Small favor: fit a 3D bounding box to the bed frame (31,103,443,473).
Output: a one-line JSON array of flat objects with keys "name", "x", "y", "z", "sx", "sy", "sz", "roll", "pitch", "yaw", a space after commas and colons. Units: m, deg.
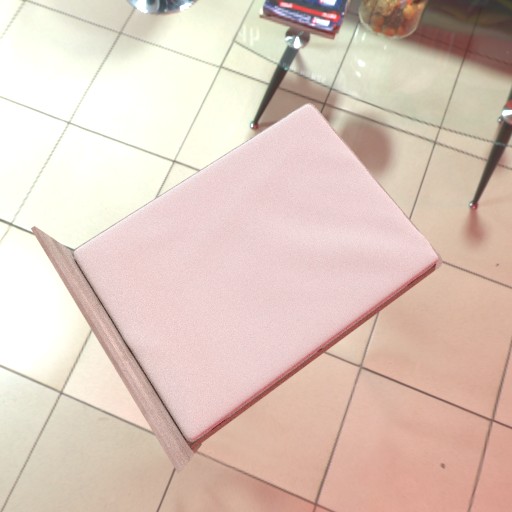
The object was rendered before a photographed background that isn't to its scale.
[{"name": "bed frame", "x": 0.000, "y": 0.000, "z": 2.786, "sx": 1.950, "sy": 0.800, "sz": 1.490, "roll": -34, "pitch": 78, "yaw": -9}]
